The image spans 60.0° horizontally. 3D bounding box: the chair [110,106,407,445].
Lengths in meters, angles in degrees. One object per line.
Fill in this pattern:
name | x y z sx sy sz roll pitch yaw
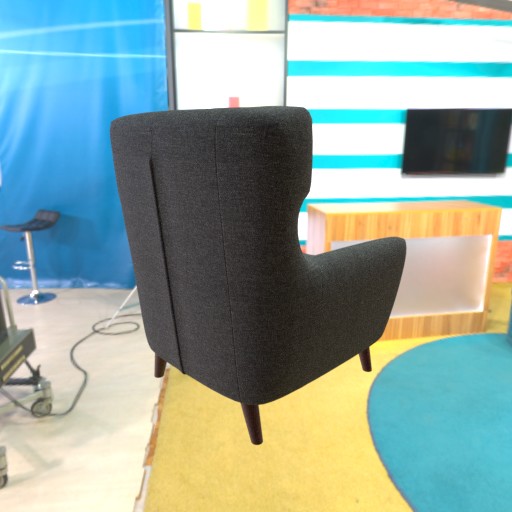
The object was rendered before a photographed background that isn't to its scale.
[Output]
chair | 0.000 0.000 1.748 0.904 1.063 0.878 -14 20 -43
